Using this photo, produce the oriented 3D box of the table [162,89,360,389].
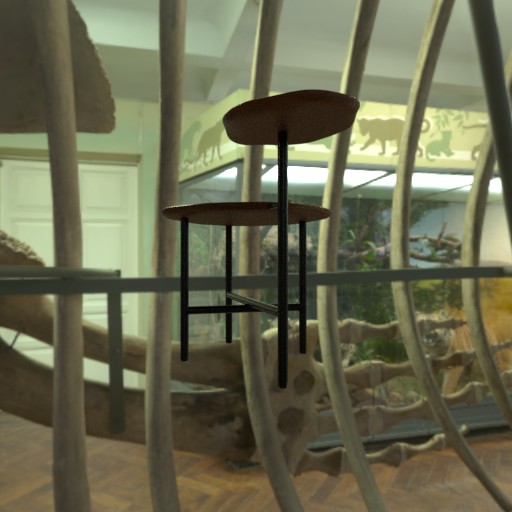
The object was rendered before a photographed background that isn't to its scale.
[{"bbox_3d":[0.000,0.000,1.085,0.442,0.538,0.759,0,0,-15],"label":"table"}]
